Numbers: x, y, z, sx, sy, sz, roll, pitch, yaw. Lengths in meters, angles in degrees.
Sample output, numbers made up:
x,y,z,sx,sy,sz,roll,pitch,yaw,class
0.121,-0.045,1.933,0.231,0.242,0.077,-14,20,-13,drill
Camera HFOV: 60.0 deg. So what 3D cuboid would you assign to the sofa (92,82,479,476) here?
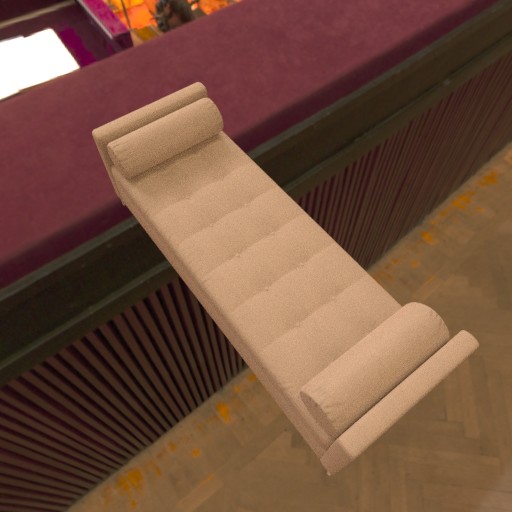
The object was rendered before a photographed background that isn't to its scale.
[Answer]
x,y,z,sx,sy,sz,roll,pitch,yaw,class
0.000,0.000,2.262,0.686,0.635,1.981,-33,64,-19,sofa
